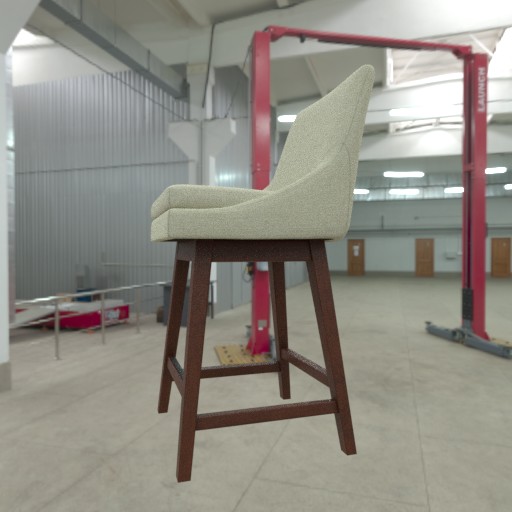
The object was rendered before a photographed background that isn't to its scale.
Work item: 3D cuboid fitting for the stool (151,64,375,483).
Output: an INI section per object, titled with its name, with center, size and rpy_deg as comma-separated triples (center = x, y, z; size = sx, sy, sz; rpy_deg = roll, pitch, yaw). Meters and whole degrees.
[stool]
center = 0.000, 0.000, 1.271
size = 0.559, 0.991, 0.469
rpy_deg = 0, 1, -18
